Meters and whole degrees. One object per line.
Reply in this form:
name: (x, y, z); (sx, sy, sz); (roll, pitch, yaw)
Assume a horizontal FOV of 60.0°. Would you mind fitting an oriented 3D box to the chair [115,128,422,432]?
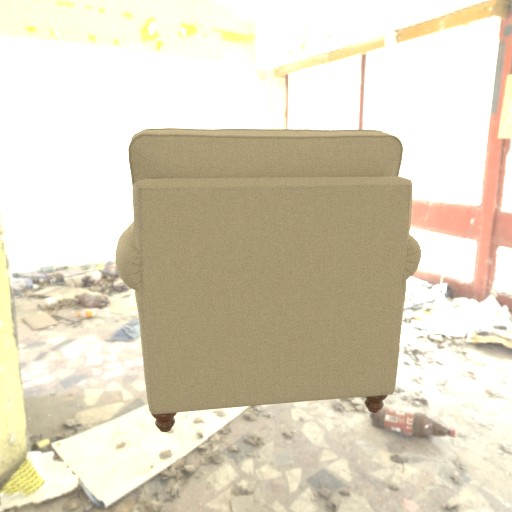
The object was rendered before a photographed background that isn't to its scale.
chair: (0.000, 0.000, 1.796); (1.029, 0.967, 0.966); (-2, 13, -8)
